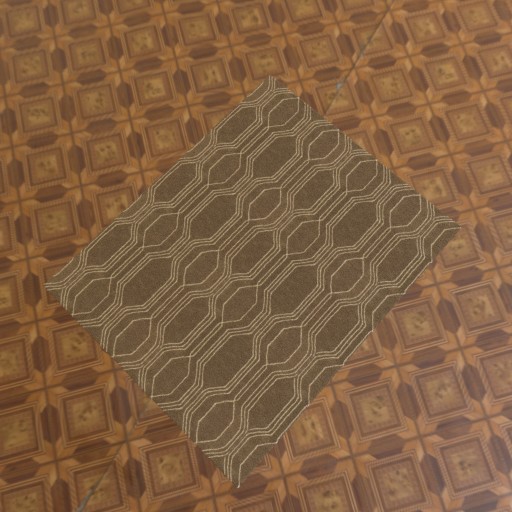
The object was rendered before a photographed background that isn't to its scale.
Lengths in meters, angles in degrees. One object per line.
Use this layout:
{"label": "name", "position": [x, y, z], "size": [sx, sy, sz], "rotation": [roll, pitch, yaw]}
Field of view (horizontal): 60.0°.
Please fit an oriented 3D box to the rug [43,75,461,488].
{"label": "rug", "position": [0.000, 0.000, 4.114], "size": [2.457, 0.012, 3.062], "rotation": [42, 79, 10]}
